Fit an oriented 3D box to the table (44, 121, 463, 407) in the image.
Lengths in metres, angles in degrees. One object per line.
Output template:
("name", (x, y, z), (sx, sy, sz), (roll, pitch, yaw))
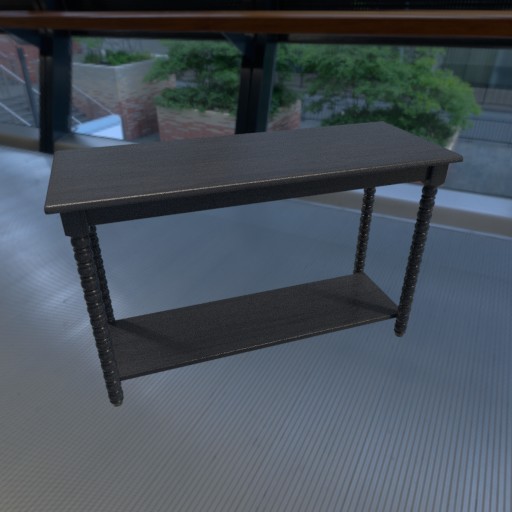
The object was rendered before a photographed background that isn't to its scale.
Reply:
("table", (0.000, 0.000, 1.549), (1.184, 0.735, 0.459), (-10, 32, -16))
